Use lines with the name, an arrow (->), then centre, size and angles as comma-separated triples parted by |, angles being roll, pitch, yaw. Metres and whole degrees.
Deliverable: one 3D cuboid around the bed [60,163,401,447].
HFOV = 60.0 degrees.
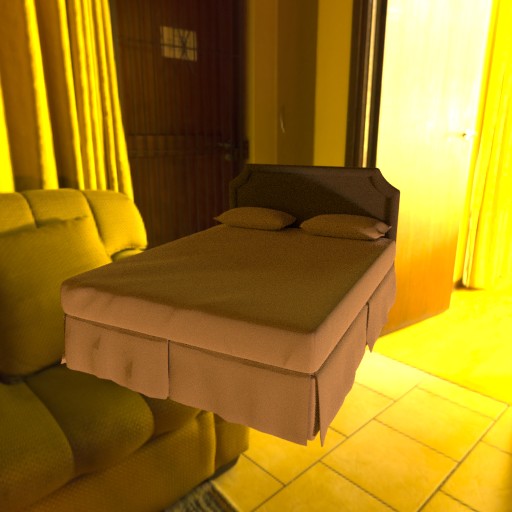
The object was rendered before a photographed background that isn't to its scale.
bed -> 0.000, 0.000, 3.624 | 1.977, 1.306, 2.464 | 8, 17, 25
